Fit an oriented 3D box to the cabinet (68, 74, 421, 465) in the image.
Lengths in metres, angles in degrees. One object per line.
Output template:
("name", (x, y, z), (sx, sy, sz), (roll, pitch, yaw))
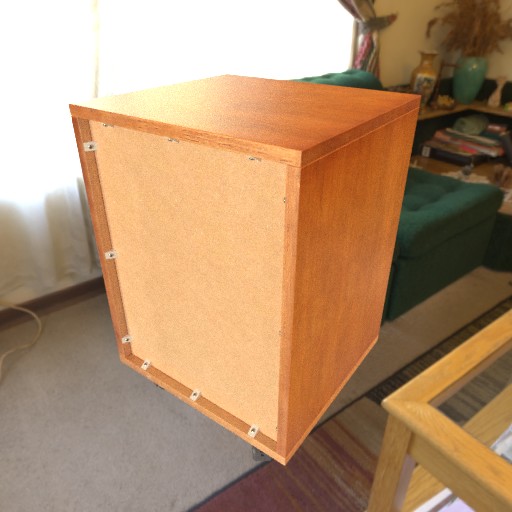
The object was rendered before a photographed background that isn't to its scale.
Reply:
("cabinet", (0.000, 0.000, 0.848), (0.409, 0.579, 0.401), (20, 36, 31))
